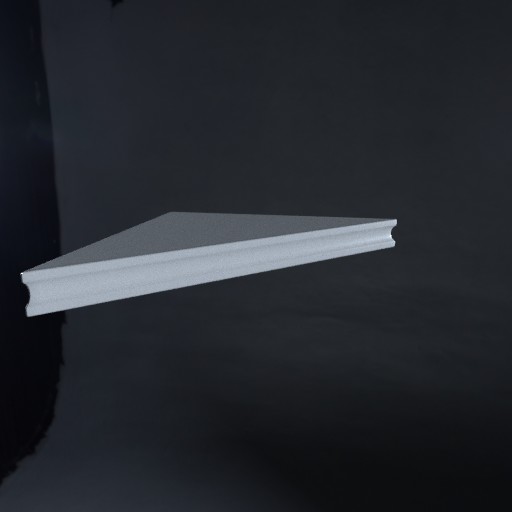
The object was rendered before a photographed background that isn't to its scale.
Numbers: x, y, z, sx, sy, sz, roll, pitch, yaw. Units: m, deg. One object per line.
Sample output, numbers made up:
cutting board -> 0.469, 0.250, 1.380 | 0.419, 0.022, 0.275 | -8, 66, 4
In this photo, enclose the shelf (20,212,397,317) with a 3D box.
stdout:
shelf -> 0.000, 0.000, 0.440 | 0.296, 0.035, 0.296 | 3, 15, 11
